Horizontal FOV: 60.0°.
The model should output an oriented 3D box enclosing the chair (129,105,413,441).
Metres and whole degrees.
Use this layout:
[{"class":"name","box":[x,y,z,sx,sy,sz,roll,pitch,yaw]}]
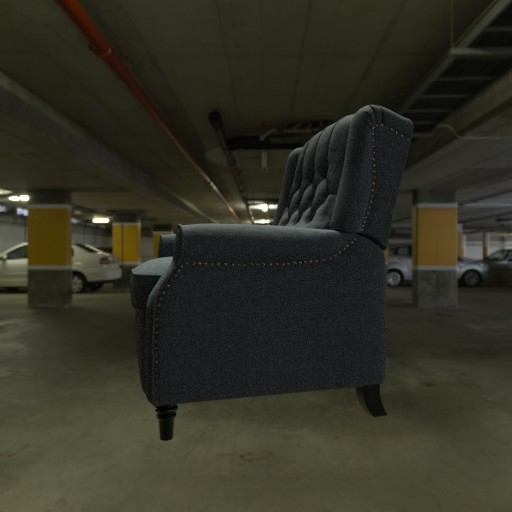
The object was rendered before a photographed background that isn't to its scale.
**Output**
[{"class":"chair","box":[0.000,0.000,1.641,0.898,1.035,0.742,0,0,-17]}]
